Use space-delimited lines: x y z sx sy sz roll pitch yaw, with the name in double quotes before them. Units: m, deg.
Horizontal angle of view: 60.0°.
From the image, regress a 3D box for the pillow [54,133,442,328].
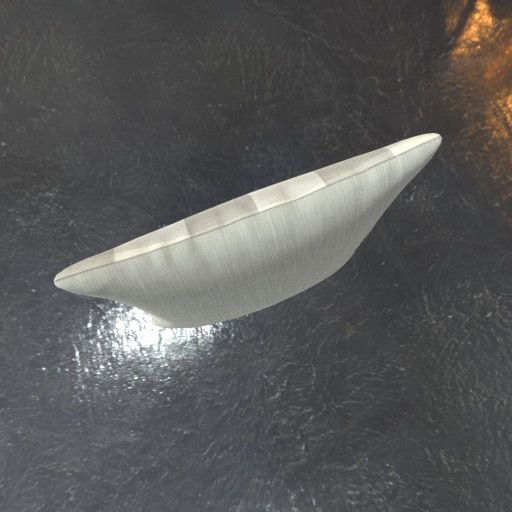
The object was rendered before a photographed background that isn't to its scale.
"pillow" 0.000 0.000 0.785 0.511 0.509 0.161 -21 77 -5
